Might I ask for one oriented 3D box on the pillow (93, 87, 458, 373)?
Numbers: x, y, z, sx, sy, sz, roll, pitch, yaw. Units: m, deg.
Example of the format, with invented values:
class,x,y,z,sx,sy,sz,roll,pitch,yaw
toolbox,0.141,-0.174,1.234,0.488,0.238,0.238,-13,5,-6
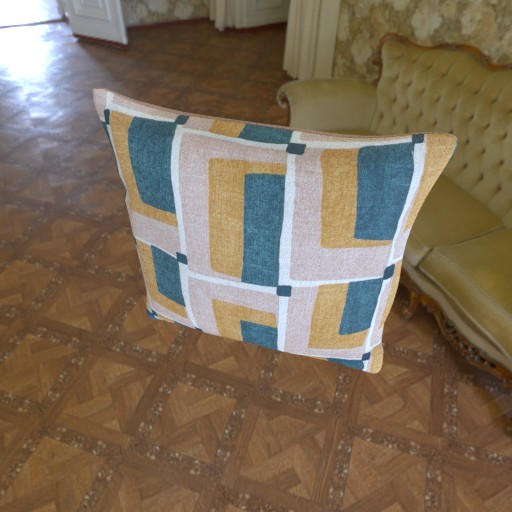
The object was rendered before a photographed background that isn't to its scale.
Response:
class,x,y,z,sx,sy,sz,roll,pitch,yaw
pillow,0.000,0.000,0.707,0.478,0.479,0.158,12,44,13
